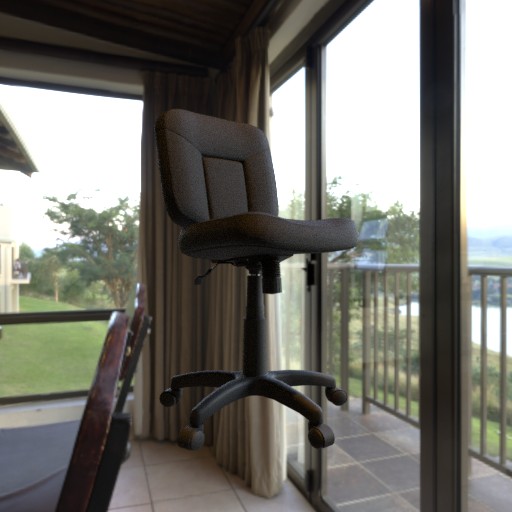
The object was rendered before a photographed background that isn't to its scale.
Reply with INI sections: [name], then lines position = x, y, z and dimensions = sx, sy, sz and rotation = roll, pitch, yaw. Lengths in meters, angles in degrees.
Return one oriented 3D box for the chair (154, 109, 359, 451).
[chair]
position = 0.000, 0.000, 1.348
dimensions = 0.610, 0.972, 0.610
rotation = 0, 1, -38
